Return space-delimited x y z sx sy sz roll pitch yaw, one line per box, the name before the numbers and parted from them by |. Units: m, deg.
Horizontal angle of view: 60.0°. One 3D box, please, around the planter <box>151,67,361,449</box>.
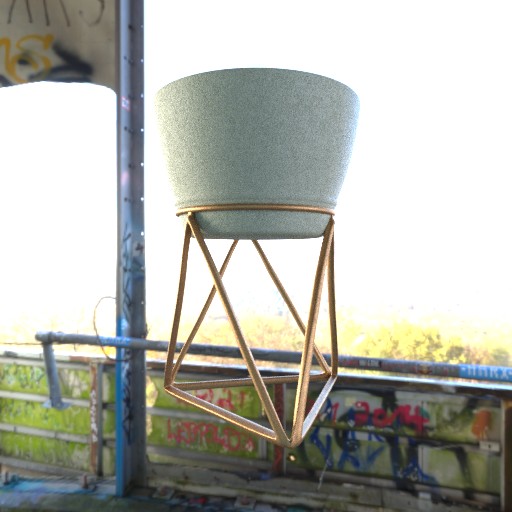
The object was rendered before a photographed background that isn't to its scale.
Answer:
planter | 0.000 0.000 0.763 0.350 0.504 0.350 0 0 18
